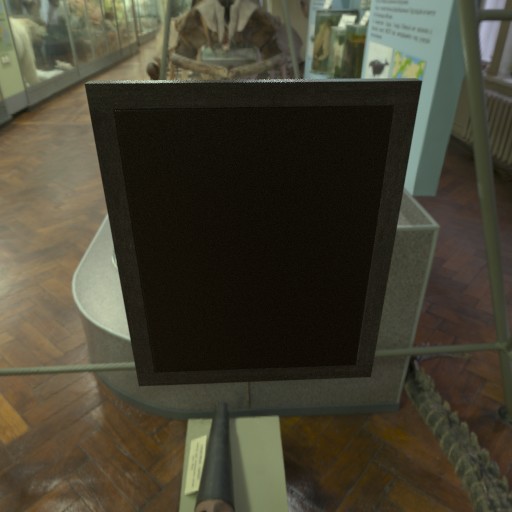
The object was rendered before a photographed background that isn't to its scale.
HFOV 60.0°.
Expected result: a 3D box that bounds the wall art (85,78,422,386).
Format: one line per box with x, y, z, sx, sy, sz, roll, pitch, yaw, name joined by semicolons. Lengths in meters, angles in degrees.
0.000;0.000;0.782;0.479;0.580;0.027;-2;30;-3;wall art
